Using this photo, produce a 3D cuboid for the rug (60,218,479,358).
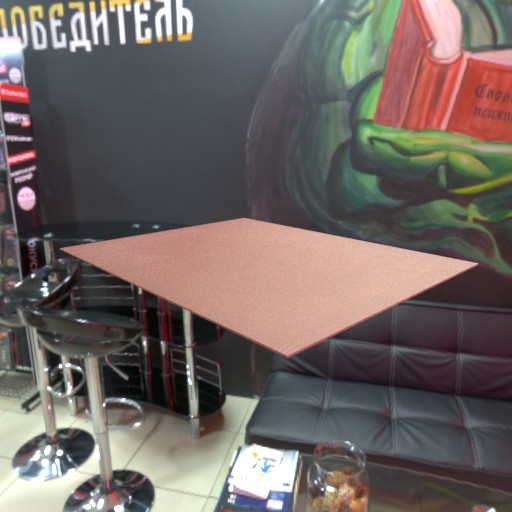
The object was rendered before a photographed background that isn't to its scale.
[{"bbox_3d":[0.000,0.000,3.478,2.073,0.011,2.584,-14,20,-42],"label":"rug"}]
